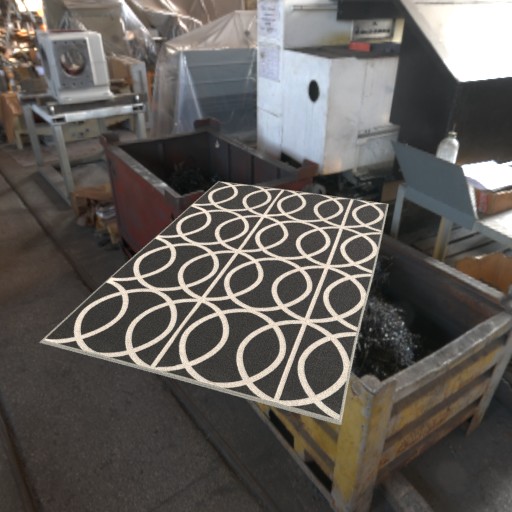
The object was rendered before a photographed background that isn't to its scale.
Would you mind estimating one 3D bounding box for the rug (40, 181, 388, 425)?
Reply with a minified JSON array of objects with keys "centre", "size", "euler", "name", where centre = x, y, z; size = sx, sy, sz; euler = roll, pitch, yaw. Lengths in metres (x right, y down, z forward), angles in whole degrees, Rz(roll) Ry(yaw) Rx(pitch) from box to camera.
[{"centre":[0.000,0.000,2.943],"size":[1.528,0.014,2.294],"euler":[10,33,16],"name":"rug"}]
